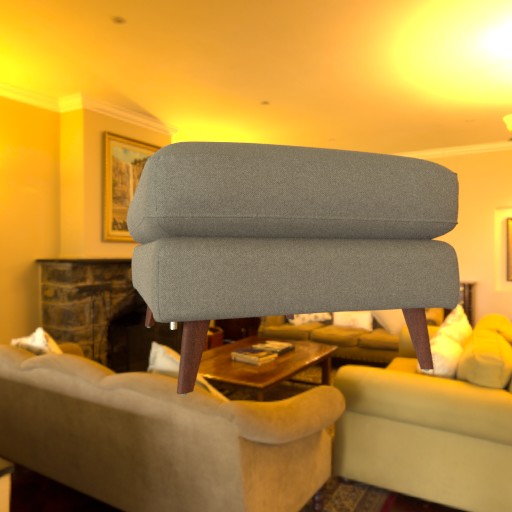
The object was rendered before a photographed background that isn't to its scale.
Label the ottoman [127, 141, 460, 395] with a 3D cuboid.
[{"bbox_3d":[0.000,0.000,1.127,0.608,0.449,0.811,0,0,-18],"label":"ottoman"}]
